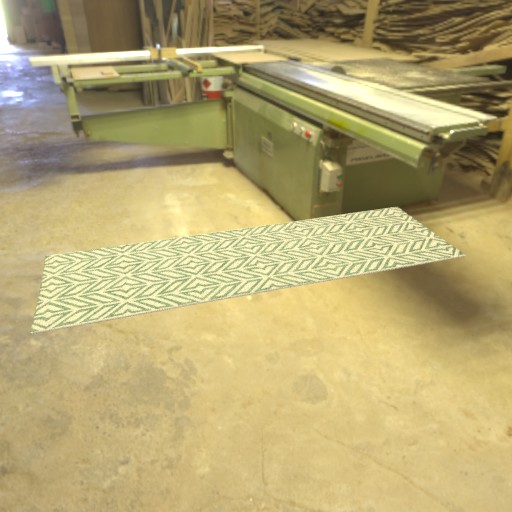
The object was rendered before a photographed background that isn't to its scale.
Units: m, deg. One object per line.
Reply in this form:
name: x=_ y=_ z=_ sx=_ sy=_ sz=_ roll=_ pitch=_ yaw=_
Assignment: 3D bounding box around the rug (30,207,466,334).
rug: x=0.000 y=0.000 z=2.682 sx=2.435 sy=0.009 sz=0.750 roll=-9 pitch=32 yaw=-15
